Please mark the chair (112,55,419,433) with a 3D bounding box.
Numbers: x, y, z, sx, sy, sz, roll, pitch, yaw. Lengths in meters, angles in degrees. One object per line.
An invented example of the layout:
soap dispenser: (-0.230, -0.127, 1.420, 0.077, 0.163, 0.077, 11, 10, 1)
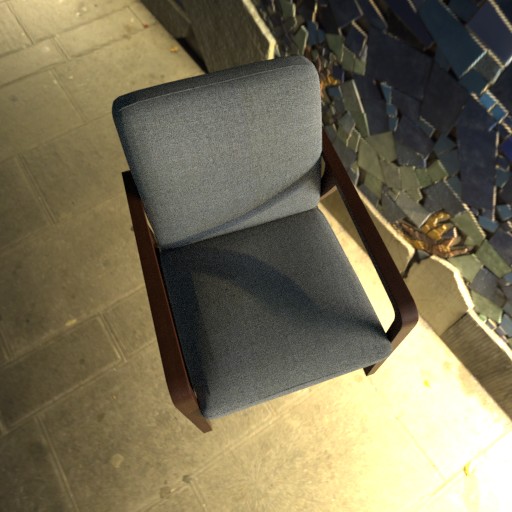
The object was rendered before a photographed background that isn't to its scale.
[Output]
chair: (0.000, 0.000, 1.439, 0.704, 0.847, 0.858, -16, 64, -8)
